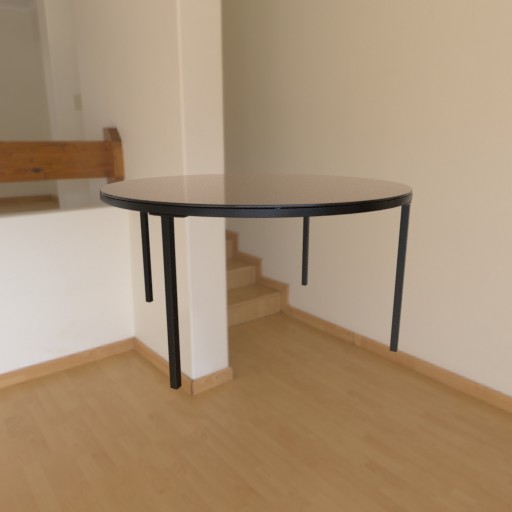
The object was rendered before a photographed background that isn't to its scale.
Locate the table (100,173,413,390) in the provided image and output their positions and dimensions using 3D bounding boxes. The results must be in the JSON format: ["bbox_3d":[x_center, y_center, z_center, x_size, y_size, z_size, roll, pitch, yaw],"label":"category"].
[{"bbox_3d":[0.000,0.000,1.243,0.800,0.400,0.800,0,15,0],"label":"table"}]
